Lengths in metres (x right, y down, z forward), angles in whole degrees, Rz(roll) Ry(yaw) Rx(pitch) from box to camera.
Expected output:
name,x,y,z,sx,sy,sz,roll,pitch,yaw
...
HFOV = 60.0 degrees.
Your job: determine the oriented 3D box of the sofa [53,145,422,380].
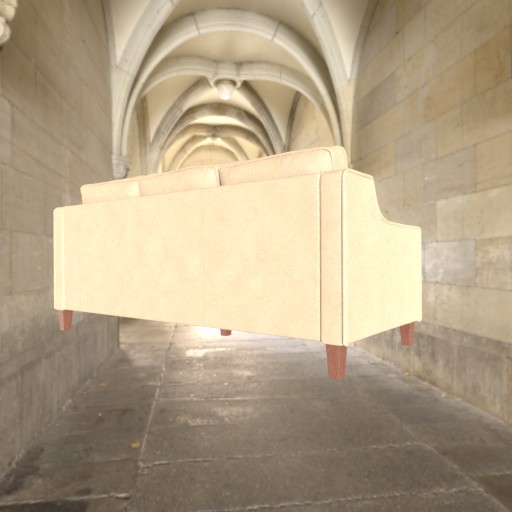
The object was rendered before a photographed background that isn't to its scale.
name,x,y,z,sx,sy,sz,roll,pitch,yaw
sofa,0.000,0.000,3.248,2.317,1.066,1.858,0,-1,37
